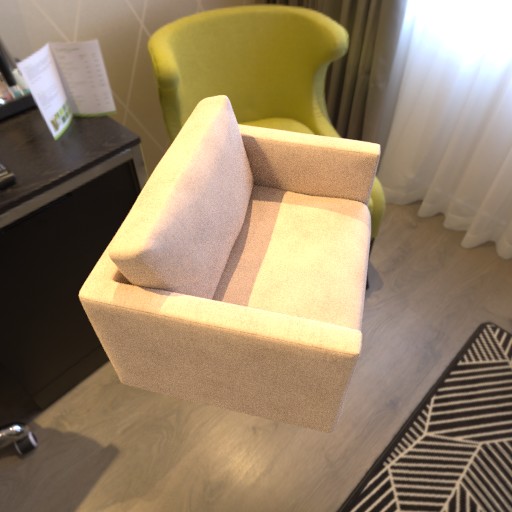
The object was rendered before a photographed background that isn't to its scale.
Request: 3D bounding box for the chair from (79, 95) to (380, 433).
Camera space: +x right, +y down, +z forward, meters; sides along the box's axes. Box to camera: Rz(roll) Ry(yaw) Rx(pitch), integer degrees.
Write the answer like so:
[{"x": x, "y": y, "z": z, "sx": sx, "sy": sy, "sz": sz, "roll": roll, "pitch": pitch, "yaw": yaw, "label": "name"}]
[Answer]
[{"x": 0.000, "y": 0.000, "z": 1.923, "sx": 0.959, "sy": 0.961, "sz": 1.133, "roll": 10, "pitch": 49, "yaw": 9, "label": "chair"}]
